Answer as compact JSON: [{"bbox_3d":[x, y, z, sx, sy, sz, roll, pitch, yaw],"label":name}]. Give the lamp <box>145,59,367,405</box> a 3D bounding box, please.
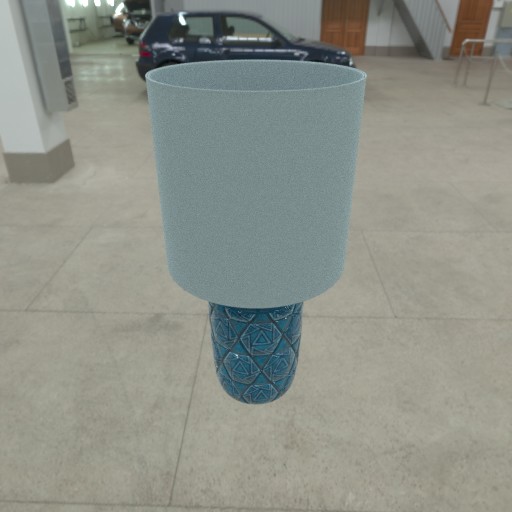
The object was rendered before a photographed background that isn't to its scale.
[{"bbox_3d":[0.000,0.000,0.488,0.193,0.377,0.193,-18,35,-29],"label":"lamp"}]
